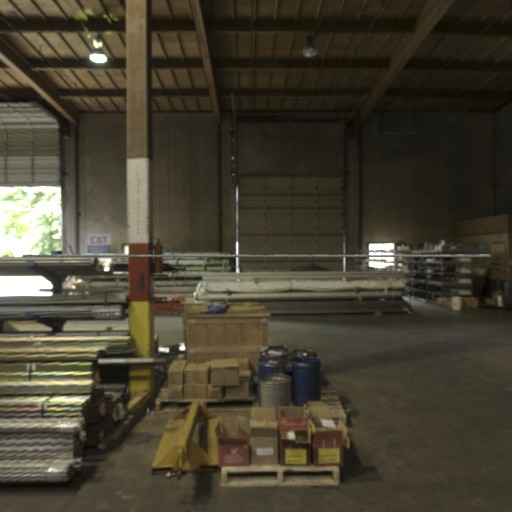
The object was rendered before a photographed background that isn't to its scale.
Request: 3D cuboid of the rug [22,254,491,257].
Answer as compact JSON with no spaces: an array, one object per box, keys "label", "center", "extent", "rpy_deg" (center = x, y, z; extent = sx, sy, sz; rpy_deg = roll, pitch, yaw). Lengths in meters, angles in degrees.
[{"label":"rug","center":[0.000,0.000,3.060],"extent":[2.438,0.015,1.518],"rpy_deg":[0,0,-2]}]
